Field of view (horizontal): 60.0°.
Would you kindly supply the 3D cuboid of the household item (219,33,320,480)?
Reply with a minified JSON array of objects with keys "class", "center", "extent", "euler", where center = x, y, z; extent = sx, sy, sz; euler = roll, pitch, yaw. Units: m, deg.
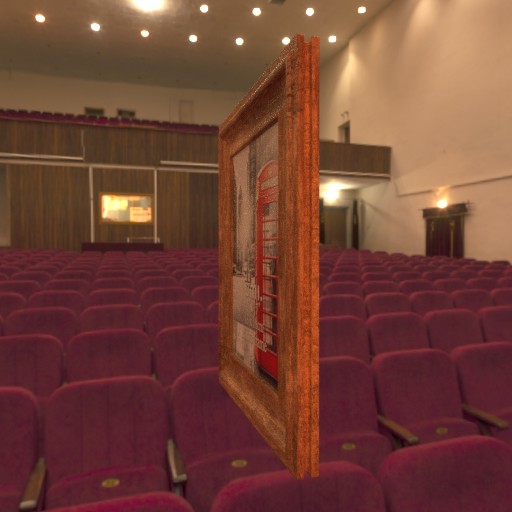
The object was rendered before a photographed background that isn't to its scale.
[{"class":"household item","center":[0.000,0.000,0.325],"extent":[0.018,0.237,0.186],"euler":[0,1,-18]}]
